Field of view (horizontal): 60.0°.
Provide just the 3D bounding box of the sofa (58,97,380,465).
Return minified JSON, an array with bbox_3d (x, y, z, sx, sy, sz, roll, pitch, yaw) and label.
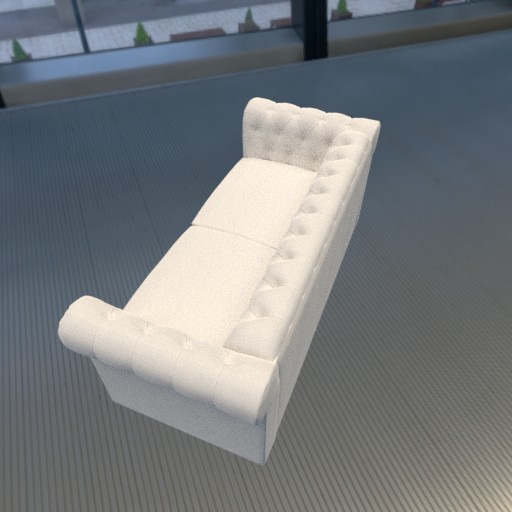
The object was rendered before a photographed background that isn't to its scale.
[{"bbox_3d":[0.000,0.000,2.222,0.771,0.796,1.798,17,49,15],"label":"sofa"}]
